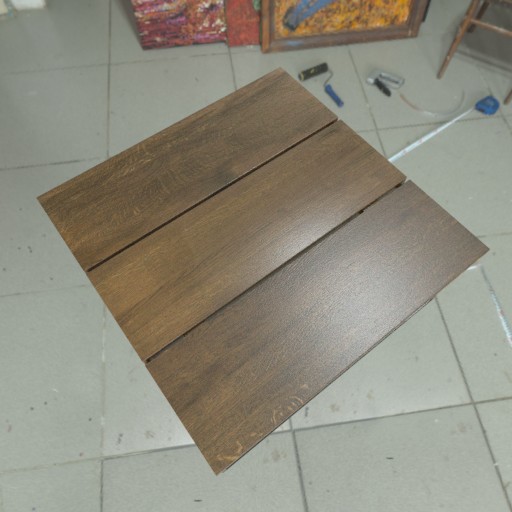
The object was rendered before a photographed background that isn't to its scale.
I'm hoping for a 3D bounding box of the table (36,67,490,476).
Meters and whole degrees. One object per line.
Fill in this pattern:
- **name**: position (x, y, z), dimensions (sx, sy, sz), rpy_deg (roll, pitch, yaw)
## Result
- **table**: position (0.000, 0.000, 1.409), dimensions (0.900, 0.400, 0.900), rpy_deg (-34, 67, -16)
